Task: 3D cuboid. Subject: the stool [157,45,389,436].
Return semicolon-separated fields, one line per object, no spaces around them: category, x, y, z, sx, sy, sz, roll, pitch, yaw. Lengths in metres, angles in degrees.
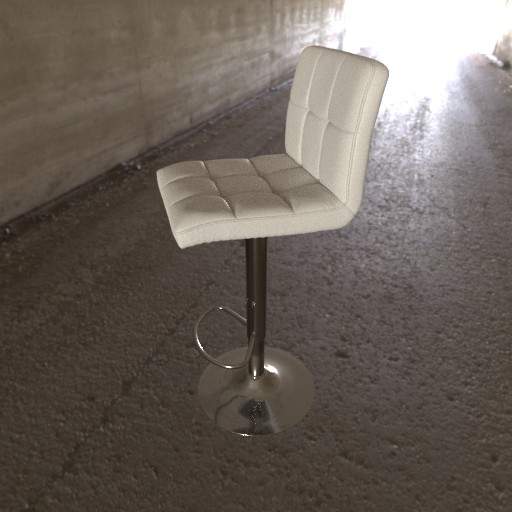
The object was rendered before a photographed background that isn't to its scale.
stool;0.000;0.000;1.335;0.505;1.115;0.430;-9;32;-14
